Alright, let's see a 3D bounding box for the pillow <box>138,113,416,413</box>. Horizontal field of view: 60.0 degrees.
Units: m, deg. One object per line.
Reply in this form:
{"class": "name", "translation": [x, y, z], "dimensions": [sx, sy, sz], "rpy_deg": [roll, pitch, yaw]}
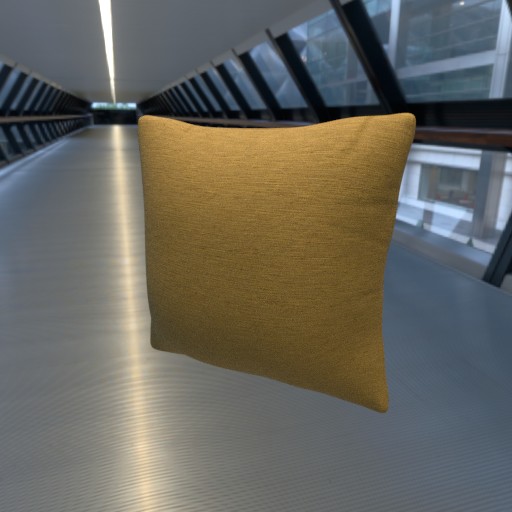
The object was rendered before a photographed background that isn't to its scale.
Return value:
{"class": "pillow", "translation": [0.000, 0.000, 0.683], "dimensions": [0.435, 0.417, 0.247], "rpy_deg": [8, 18, 26]}
